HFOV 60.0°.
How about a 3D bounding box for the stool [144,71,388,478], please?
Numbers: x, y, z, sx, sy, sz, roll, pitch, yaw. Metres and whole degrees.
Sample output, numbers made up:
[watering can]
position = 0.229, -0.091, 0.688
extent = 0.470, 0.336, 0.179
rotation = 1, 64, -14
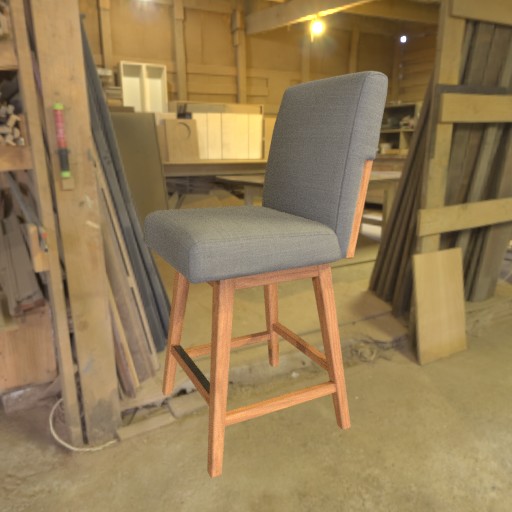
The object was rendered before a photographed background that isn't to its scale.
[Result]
[stool]
position = 0.000, 0.000, 1.317
extent = 0.570, 1.019, 0.459
rotation = -8, 17, -26
